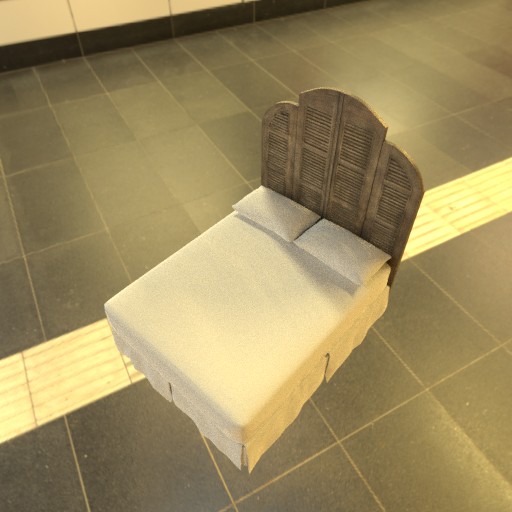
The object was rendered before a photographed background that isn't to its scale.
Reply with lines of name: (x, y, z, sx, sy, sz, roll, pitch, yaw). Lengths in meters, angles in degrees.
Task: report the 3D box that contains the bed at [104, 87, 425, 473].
bed: (0.000, 0.000, 3.556, 1.713, 2.019, 2.138, 33, 55, 27)
